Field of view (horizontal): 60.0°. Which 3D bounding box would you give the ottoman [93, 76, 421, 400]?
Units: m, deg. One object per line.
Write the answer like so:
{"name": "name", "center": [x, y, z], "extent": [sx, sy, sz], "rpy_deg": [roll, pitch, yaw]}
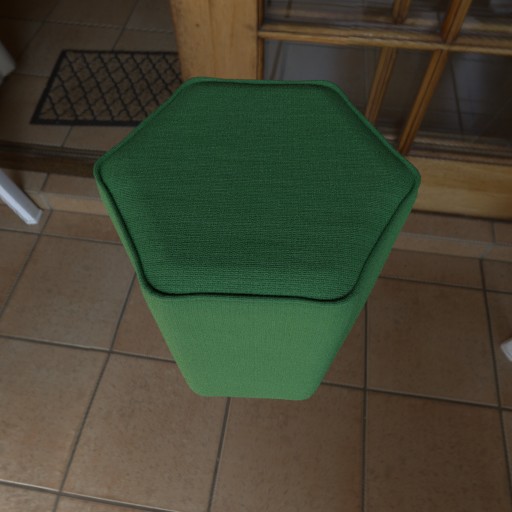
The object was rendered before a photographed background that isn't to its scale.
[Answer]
{"name": "ottoman", "center": [0.000, 0.000, 0.868], "extent": [0.499, 0.507, 0.444], "rpy_deg": [2, 58, 1]}
